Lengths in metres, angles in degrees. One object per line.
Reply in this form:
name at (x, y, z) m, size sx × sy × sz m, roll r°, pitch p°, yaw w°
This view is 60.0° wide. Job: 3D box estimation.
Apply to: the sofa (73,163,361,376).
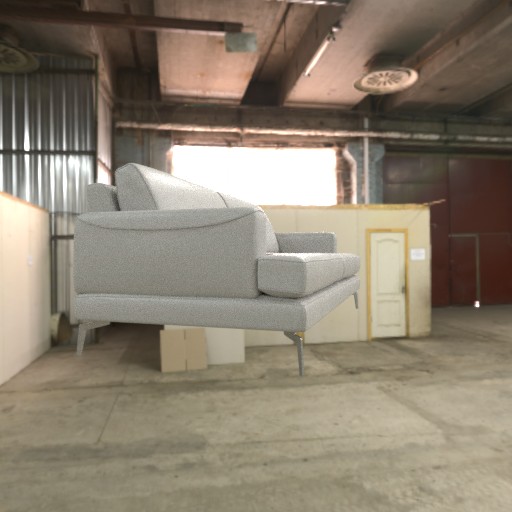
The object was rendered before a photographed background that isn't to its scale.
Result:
sofa at (0.000, 0.000, 2.458) m, size 0.974 × 0.765 × 1.940 m, roll 0°, pitch 0°, yaw 18°
